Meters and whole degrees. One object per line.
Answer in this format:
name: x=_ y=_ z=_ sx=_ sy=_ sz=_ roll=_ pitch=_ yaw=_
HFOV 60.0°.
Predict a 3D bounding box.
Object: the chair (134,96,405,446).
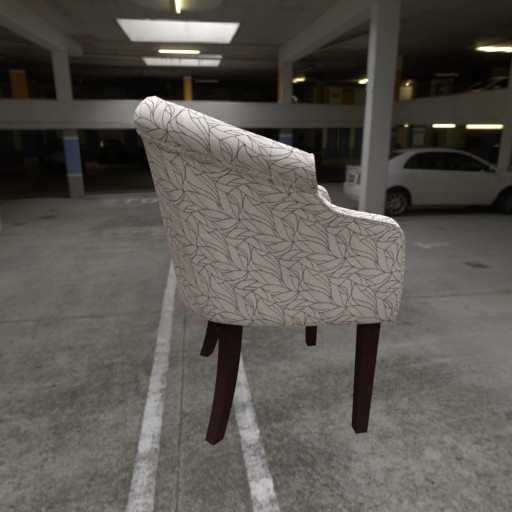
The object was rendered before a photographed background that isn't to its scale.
chair: x=0.000 y=0.000 z=1.274 sx=0.613 sy=0.858 sz=0.686 roll=-3 pitch=17 yaw=-8
